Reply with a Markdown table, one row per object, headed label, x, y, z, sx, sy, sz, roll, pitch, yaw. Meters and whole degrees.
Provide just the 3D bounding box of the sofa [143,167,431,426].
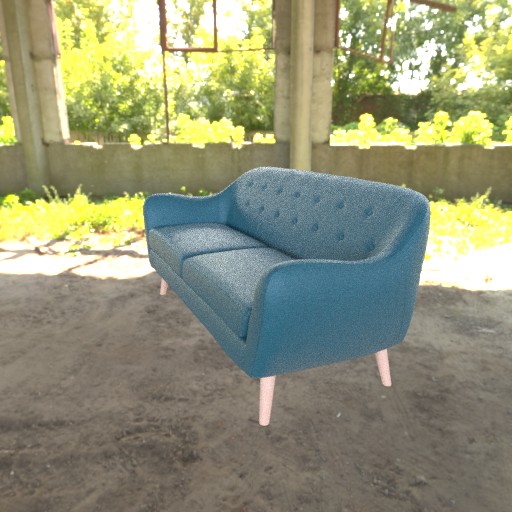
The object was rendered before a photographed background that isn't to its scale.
| label | x | y | z | sx | sy | sz | roll | pitch | yaw |
| --- | --- | --- | --- | --- | --- | --- | --- | --- | --- |
| sofa | 0.000 | 0.000 | 2.335 | 0.820 | 0.836 | 1.840 | -7 | 17 | -25 |
